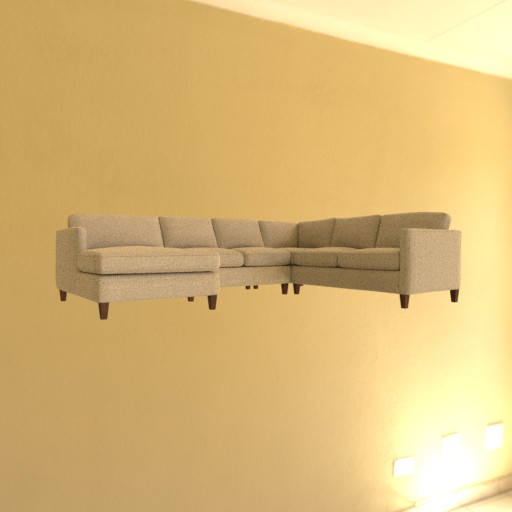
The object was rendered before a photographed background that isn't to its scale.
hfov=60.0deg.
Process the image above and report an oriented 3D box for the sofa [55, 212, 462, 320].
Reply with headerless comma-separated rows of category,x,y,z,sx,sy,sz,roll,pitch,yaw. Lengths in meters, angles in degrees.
sofa,0.000,0.000,4.637,3.460,0.959,2.593,-1,1,-35
